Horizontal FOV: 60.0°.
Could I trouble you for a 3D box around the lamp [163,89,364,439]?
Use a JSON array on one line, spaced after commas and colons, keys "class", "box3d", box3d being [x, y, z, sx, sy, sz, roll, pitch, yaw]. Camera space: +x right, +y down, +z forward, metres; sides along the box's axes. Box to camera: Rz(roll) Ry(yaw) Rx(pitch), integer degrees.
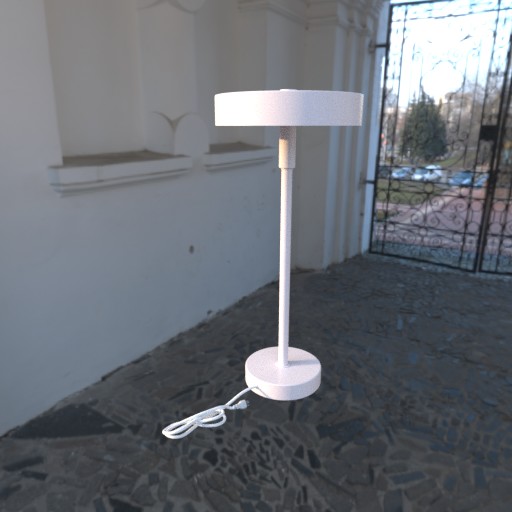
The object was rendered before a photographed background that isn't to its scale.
[{"class": "lamp", "box3d": [0.000, 0.000, 0.712, 0.369, 0.508, 0.229, -15, 22, -42]}]
